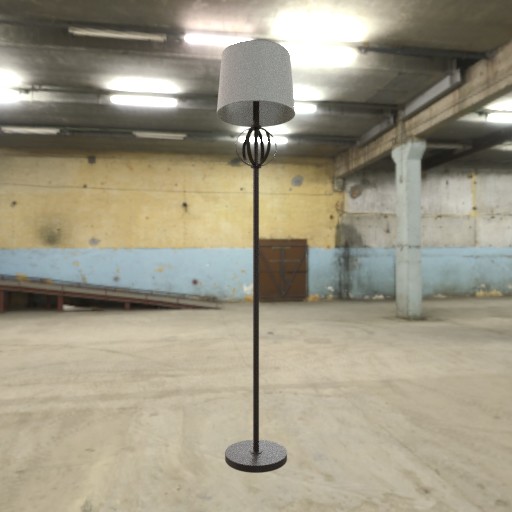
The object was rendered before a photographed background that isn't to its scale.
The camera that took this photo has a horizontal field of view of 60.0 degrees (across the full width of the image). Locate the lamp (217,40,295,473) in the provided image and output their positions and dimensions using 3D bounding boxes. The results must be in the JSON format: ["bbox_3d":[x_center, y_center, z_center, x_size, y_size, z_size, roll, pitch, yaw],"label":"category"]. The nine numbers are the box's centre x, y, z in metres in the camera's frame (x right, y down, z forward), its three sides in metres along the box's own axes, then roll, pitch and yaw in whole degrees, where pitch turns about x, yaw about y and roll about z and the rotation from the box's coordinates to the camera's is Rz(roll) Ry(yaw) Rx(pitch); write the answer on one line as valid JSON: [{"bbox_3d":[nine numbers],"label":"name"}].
[{"bbox_3d":[0.000,0.000,1.614,0.286,1.462,0.286,0,-1,19],"label":"lamp"}]
